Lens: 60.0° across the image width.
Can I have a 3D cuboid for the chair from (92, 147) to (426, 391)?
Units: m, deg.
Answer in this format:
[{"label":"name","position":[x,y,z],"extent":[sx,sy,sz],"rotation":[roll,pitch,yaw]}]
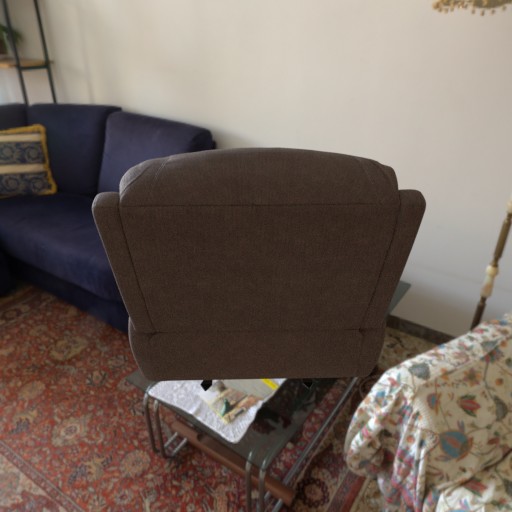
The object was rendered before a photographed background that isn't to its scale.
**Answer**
[{"label":"chair","position":[0.000,0.000,1.706],"extent":[0.930,1.011,0.899],"rotation":[-1,29,-1]}]
